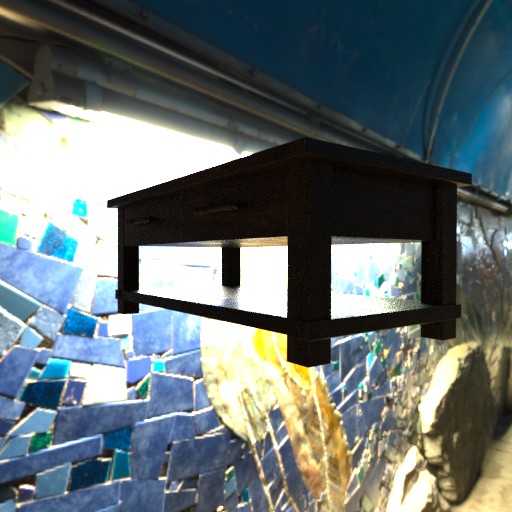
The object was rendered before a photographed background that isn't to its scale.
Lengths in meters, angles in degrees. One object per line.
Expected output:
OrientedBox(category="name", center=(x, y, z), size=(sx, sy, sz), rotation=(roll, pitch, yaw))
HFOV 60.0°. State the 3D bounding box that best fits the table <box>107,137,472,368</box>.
OrientedBox(category="table", center=(0.000, 0.000, 1.635), size=(0.700, 0.494, 1.270), rotation=(0, 0, -37))
